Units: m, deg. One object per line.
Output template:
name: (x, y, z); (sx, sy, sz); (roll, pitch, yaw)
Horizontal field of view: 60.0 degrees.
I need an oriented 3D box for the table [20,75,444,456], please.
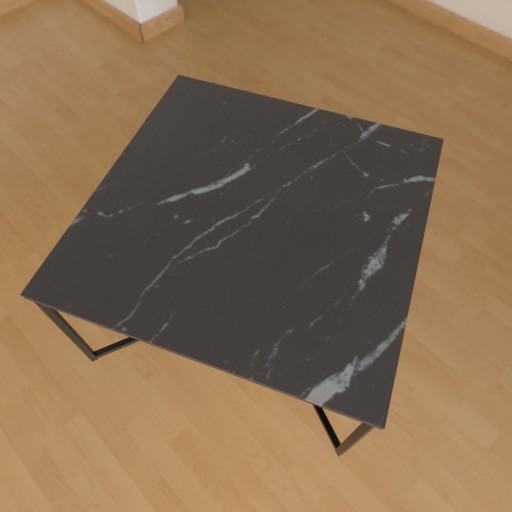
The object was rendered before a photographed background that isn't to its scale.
table: (0.000, 0.000, 1.278); (0.800, 0.450, 0.800); (17, 60, 10)
